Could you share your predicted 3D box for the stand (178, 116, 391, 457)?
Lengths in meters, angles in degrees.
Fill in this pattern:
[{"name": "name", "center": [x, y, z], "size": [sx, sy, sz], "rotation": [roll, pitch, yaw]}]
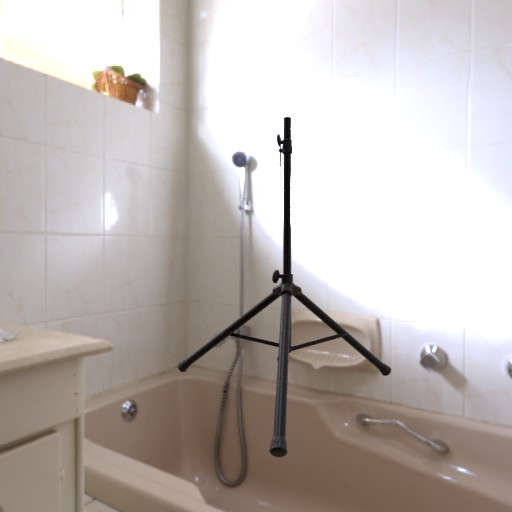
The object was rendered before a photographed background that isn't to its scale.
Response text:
[{"name": "stand", "center": [0.000, 0.000, 1.911], "size": [0.907, 1.136, 1.045], "rotation": [1, 1, 35]}]
